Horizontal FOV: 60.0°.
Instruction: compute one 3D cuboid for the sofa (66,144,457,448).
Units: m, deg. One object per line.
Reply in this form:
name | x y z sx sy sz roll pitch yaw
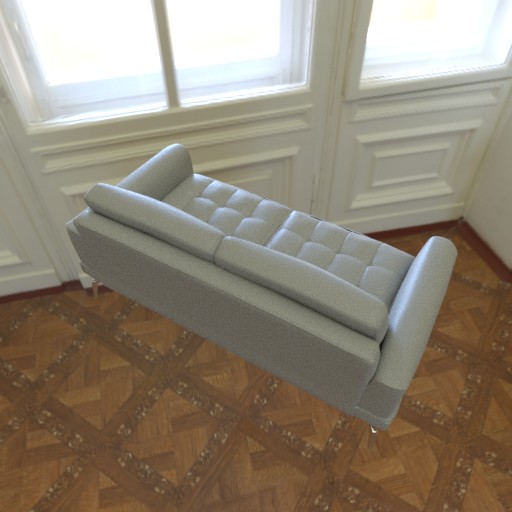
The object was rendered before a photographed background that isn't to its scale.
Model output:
sofa | 0.000 0.000 2.748 2.177 0.930 1.121 23 51 20
